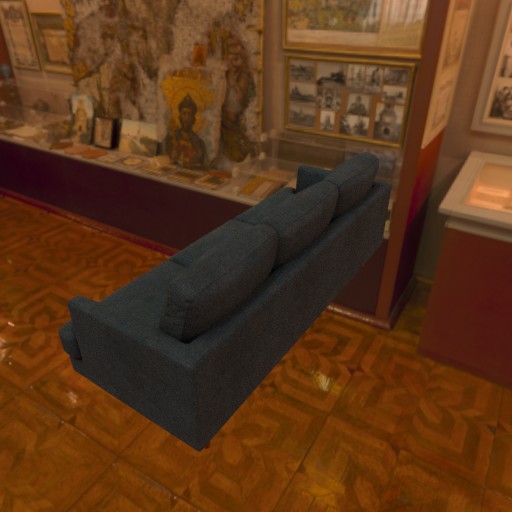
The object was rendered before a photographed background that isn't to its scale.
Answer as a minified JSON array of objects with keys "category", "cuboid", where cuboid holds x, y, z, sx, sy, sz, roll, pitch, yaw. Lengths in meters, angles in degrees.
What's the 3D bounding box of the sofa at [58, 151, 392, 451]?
[{"category":"sofa","cuboid":[0.000,0.000,2.759,0.903,0.930,2.246,19,36,29]}]
